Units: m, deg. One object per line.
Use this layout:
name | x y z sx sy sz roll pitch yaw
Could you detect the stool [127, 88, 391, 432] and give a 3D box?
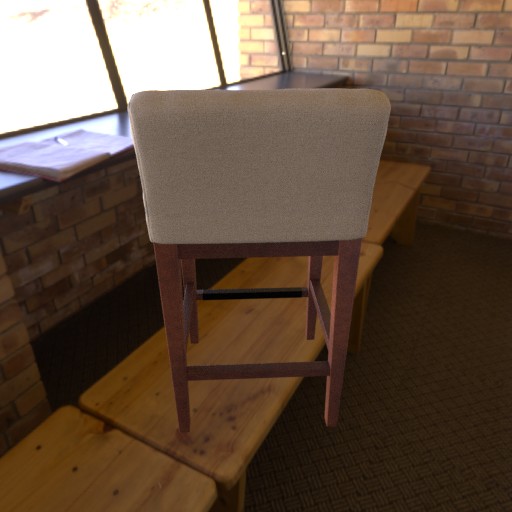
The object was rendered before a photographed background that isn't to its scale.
stool | 0.000 0.000 1.248 0.511 0.937 0.500 -1 28 -3
